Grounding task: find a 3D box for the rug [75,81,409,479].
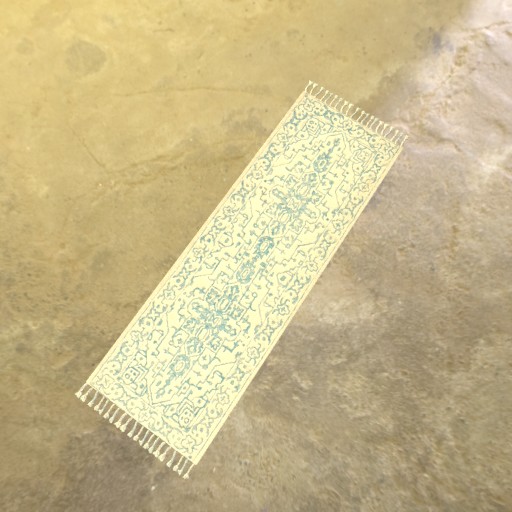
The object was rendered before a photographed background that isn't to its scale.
[{"bbox_3d":[0.000,0.000,2.661,0.774,0.011,2.449,33,77,9],"label":"rug"}]
